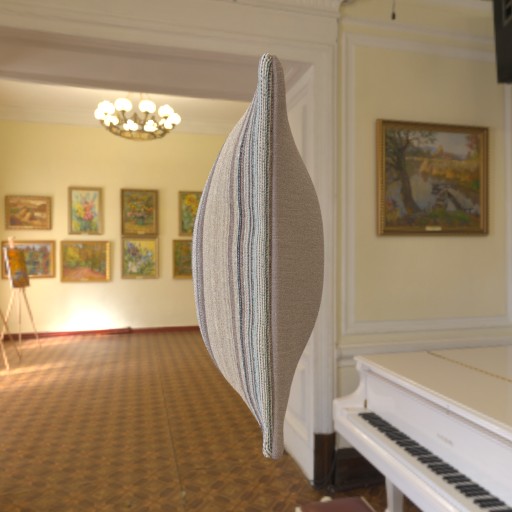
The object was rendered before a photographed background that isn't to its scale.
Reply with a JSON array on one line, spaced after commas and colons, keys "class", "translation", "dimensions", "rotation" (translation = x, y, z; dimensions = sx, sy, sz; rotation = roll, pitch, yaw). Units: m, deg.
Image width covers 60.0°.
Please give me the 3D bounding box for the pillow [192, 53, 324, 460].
[{"class": "pillow", "translation": [0.000, 0.000, 0.661], "dimensions": [0.189, 0.416, 0.435], "rotation": [0, 0, -2]}]
